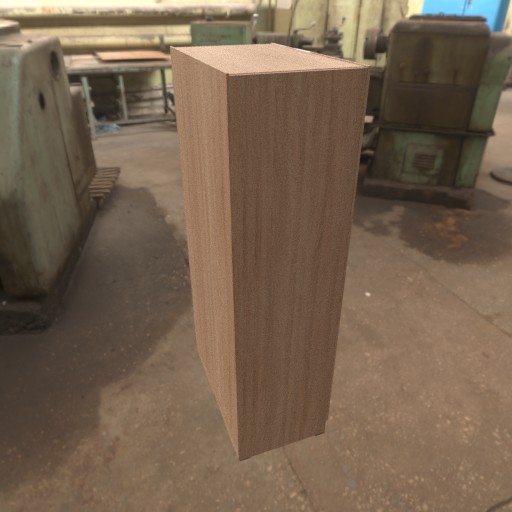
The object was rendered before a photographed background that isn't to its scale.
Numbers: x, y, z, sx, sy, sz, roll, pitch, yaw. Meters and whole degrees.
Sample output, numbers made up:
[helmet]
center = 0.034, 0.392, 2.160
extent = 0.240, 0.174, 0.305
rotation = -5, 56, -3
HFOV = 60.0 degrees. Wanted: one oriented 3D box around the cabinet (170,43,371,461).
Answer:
[cabinet]
center = 0.000, 0.000, 2.545
extent = 0.590, 2.121, 1.001
rotation = -11, 32, -18
